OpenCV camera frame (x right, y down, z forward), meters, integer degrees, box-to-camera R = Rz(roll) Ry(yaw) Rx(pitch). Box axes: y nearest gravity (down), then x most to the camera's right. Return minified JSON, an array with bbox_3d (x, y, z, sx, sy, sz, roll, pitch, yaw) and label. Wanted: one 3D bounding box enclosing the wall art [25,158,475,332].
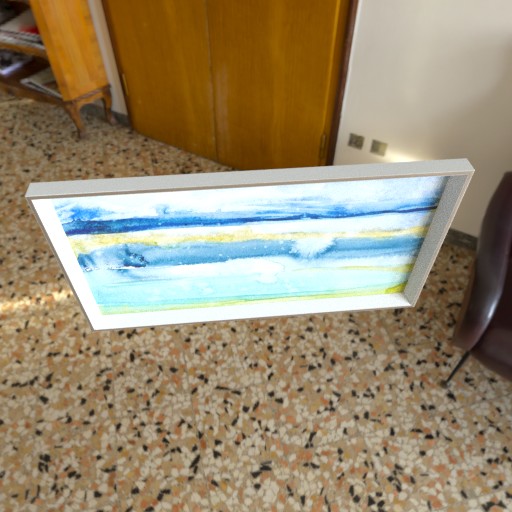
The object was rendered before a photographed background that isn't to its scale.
[{"bbox_3d":[0.000,0.000,0.968,0.812,0.431,0.038,-4,48,-4],"label":"wall art"}]
